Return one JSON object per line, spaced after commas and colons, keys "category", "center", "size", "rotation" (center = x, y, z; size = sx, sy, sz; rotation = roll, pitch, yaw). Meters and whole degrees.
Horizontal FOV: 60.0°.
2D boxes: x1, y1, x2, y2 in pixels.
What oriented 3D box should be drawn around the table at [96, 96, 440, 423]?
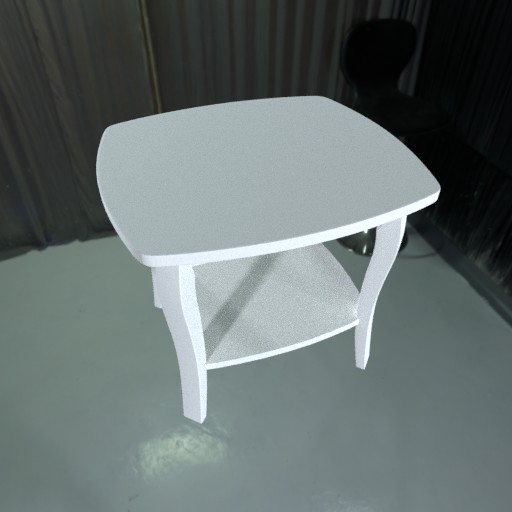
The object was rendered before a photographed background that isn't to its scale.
{"category": "table", "center": [0.000, 0.000, 0.866], "size": [0.502, 0.438, 0.451], "rotation": [-13, 42, -15]}
